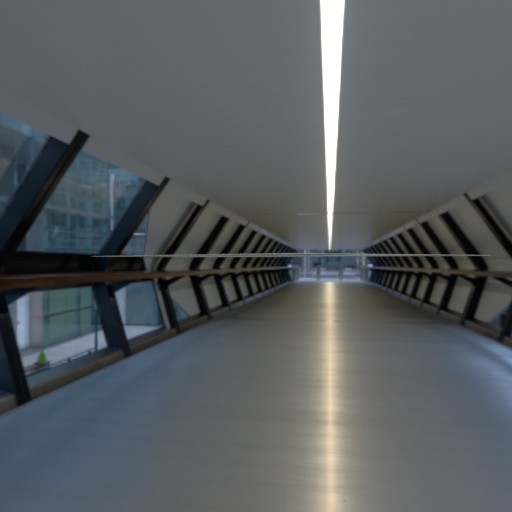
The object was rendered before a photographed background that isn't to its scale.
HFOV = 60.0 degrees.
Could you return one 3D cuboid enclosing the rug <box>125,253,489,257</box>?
[{"bbox_3d":[0.000,0.000,3.055,1.519,0.003,2.453,0,0,-36],"label":"rug"}]
